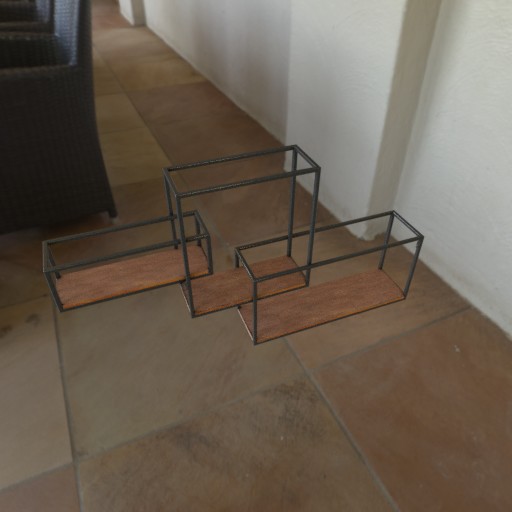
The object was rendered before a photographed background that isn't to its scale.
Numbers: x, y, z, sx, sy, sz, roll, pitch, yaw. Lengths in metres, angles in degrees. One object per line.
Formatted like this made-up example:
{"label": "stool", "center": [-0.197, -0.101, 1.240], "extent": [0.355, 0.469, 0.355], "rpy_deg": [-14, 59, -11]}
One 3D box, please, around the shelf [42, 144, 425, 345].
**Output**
{"label": "shelf", "center": [0.000, 0.000, 2.141], "extent": [1.781, 0.972, 0.275], "rpy_deg": [-14, 41, -16]}
